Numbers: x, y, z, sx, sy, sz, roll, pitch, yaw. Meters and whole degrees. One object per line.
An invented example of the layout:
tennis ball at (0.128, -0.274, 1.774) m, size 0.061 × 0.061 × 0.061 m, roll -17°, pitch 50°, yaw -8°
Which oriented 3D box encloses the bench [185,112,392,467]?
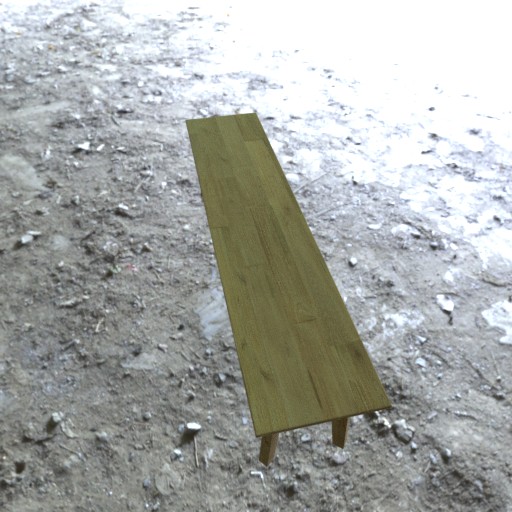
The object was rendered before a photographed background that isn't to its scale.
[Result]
bench at (0.000, 0.000, 1.904) m, size 0.378 × 0.431 × 1.698 m, roll -9°, pitch 46°, yaw -9°
